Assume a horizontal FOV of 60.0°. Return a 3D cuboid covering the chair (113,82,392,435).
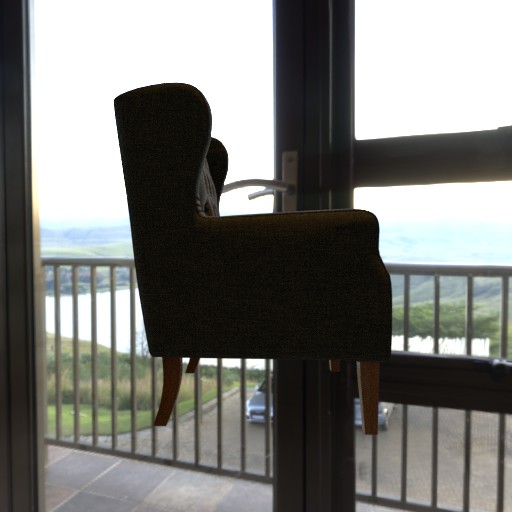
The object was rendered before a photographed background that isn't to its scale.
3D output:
[{"bbox_3d":[0.000,0.000,1.508,0.775,0.953,0.711,0,2,1],"label":"chair"}]
